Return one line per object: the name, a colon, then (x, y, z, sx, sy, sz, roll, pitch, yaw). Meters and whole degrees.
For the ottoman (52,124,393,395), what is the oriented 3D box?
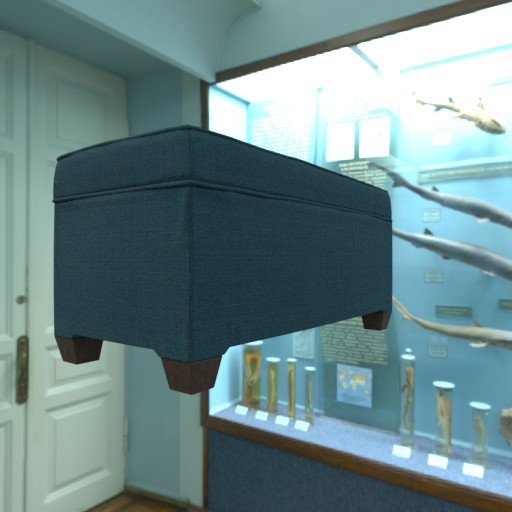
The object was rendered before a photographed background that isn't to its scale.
ottoman: (0.000, 0.000, 1.221, 0.474, 0.474, 0.943, 0, 0, 37)
